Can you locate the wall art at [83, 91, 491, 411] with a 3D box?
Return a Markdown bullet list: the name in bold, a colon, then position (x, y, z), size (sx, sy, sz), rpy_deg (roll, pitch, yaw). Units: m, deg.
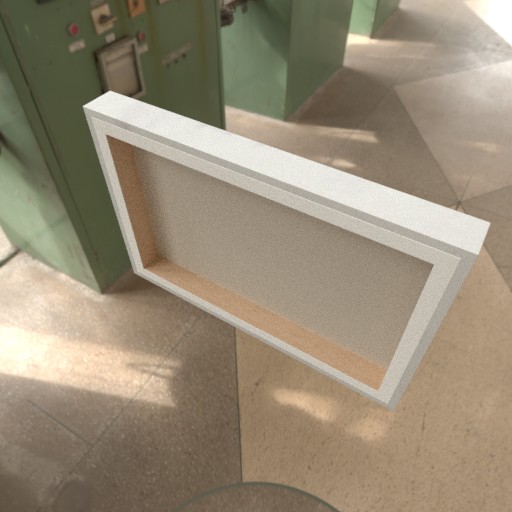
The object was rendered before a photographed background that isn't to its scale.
- **wall art**: position (0.000, 0.000, 0.475), size (0.381, 0.254, 0.038), rpy_deg (25, 52, 21)
